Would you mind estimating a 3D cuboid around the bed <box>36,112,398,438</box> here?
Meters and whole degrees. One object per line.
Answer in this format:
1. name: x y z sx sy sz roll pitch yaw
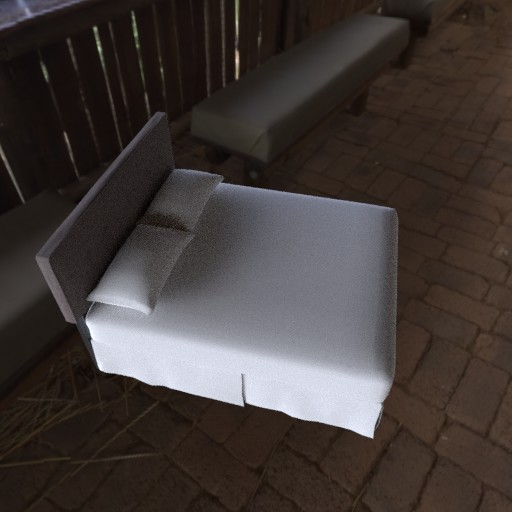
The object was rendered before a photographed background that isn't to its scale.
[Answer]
1. bed: 0.000 0.000 2.958 1.894 1.089 1.610 10 46 10
